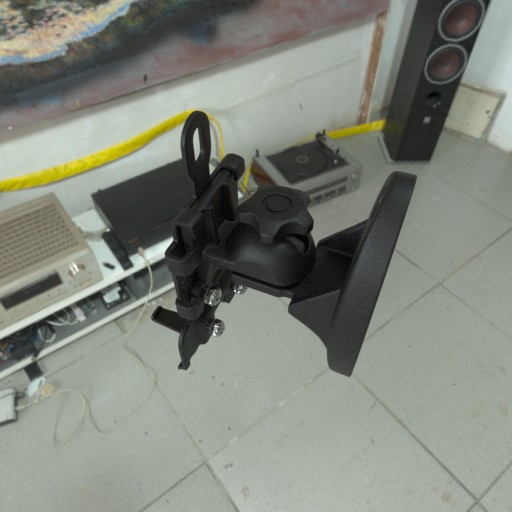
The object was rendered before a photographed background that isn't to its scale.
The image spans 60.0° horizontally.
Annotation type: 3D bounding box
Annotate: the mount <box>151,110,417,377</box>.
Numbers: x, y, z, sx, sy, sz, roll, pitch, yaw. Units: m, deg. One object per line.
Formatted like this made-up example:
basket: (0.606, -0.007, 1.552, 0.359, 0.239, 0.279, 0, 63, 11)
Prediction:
mount: (0.000, 0.000, 0.181, 0.100, 0.118, 0.066, 18, 51, 15)
